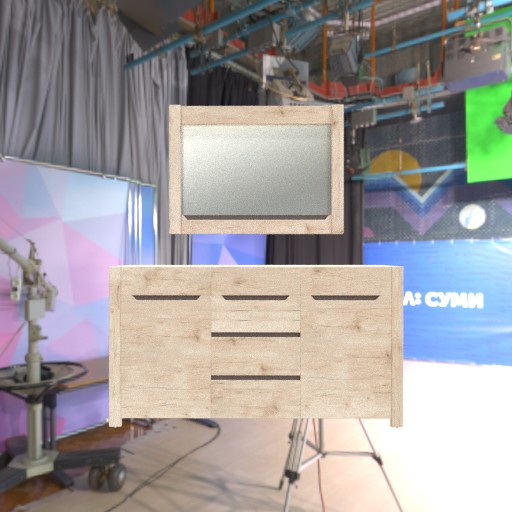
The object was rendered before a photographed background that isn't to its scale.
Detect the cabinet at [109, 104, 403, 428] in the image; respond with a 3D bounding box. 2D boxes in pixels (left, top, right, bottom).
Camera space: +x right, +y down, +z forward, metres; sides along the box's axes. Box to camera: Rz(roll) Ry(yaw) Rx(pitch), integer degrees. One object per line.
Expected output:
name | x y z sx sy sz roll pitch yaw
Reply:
cabinet | 0.000 0.000 2.761 1.700 1.981 0.420 0 0 0
